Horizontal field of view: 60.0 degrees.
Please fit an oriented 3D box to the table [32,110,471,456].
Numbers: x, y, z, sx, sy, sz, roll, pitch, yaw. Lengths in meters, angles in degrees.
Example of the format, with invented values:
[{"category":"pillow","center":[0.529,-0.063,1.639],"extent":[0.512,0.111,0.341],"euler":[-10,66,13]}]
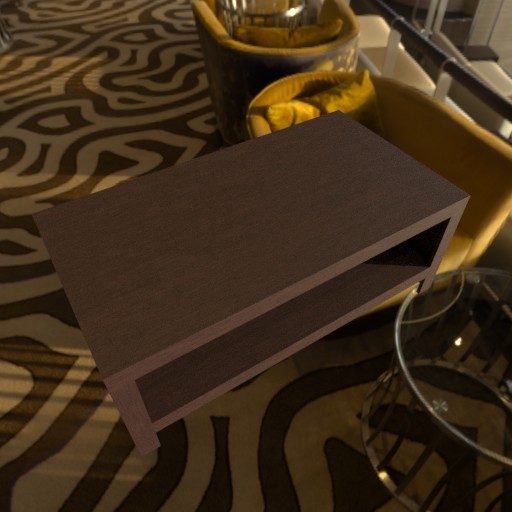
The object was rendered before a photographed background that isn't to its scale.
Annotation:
[{"category":"table","center":[0.000,0.000,1.414],"extent":[1.099,0.424,0.597],"euler":[-24,51,-22]}]
